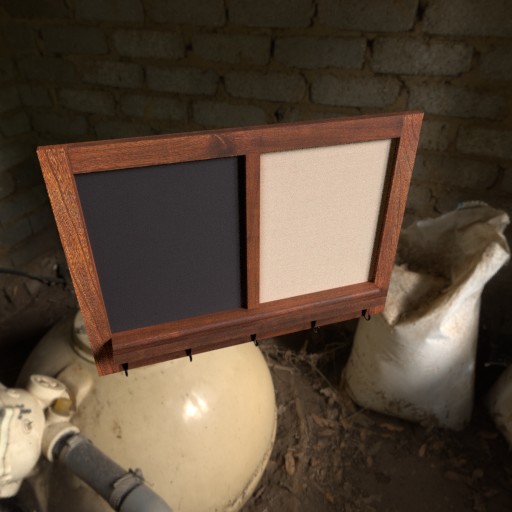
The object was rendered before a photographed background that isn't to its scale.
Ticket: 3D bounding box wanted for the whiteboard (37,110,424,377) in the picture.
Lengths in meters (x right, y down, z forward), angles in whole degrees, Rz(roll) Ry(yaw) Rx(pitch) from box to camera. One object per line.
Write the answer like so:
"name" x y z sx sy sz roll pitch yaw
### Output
"whiteboard" 0.000 0.000 0.984 0.768 0.553 0.083 -10 34 -15
